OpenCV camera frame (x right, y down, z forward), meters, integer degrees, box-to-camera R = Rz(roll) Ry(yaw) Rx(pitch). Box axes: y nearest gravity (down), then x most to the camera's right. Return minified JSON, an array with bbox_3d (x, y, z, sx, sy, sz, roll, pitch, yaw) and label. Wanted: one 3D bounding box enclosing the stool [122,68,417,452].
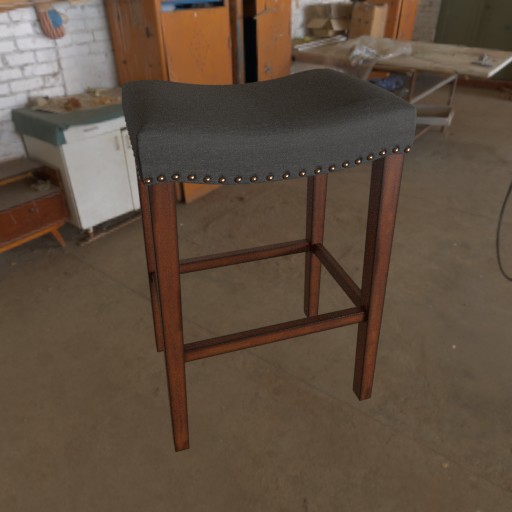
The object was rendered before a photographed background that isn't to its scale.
[{"bbox_3d":[0.000,0.000,1.017,0.502,0.748,0.366,-10,34,-15],"label":"stool"}]
